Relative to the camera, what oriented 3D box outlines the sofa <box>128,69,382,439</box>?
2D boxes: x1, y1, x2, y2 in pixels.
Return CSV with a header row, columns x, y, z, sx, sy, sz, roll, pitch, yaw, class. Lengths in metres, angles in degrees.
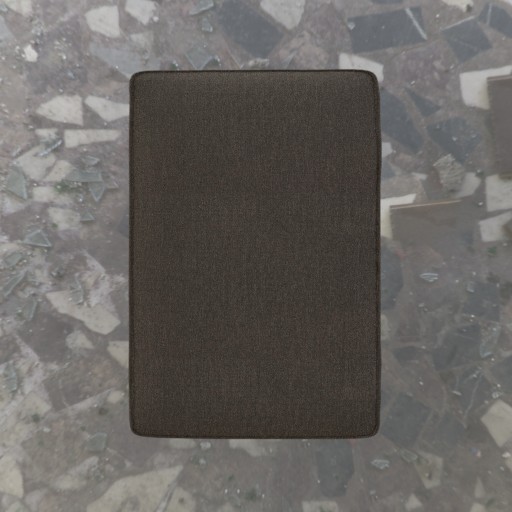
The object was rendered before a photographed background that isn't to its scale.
x,y,z,sx,sy,sz,roll,pitch,yaw,class
0.000,0.000,1.206,0.578,0.457,0.854,0,90,1,sofa
